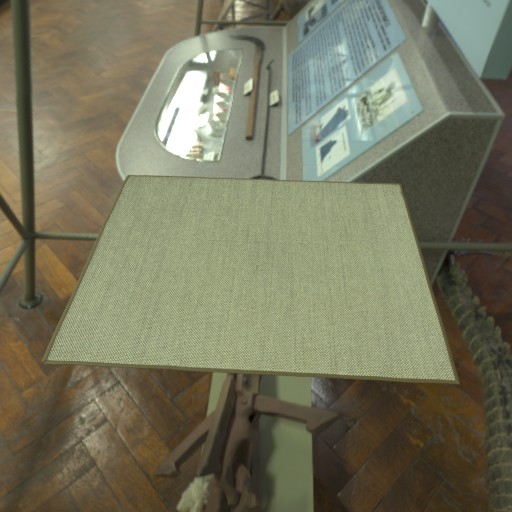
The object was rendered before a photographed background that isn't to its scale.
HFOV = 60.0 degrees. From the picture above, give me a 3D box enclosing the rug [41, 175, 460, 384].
[{"bbox_3d":[0.000,0.000,4.025,3.041,0.020,2.413,2,45,2],"label":"rug"}]
